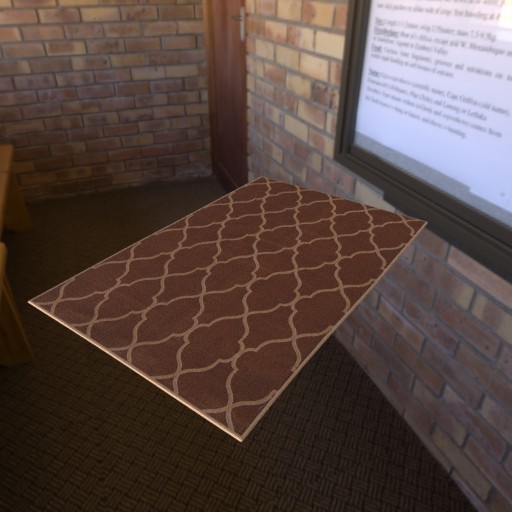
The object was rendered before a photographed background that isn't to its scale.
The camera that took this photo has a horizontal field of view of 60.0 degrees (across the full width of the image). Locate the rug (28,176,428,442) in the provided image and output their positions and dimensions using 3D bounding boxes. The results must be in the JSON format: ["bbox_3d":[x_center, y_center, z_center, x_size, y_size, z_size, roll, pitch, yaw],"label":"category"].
[{"bbox_3d":[0.000,0.000,2.901,1.526,0.014,2.290,21,38,30],"label":"rug"}]
